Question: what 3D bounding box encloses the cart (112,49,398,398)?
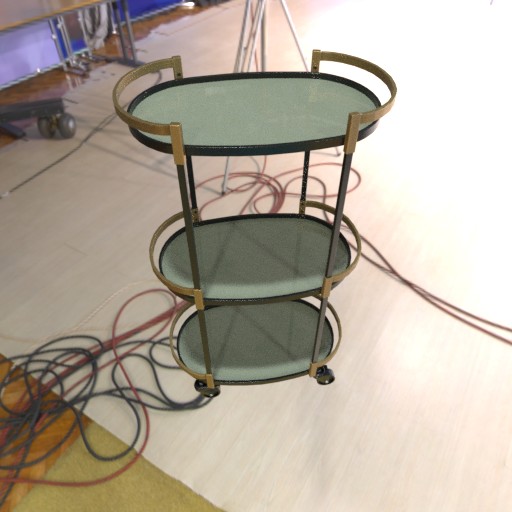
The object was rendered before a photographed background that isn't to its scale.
[{"bbox_3d":[0.000,0.000,1.118,0.515,0.885,0.311,-5,44,-5],"label":"cart"}]
